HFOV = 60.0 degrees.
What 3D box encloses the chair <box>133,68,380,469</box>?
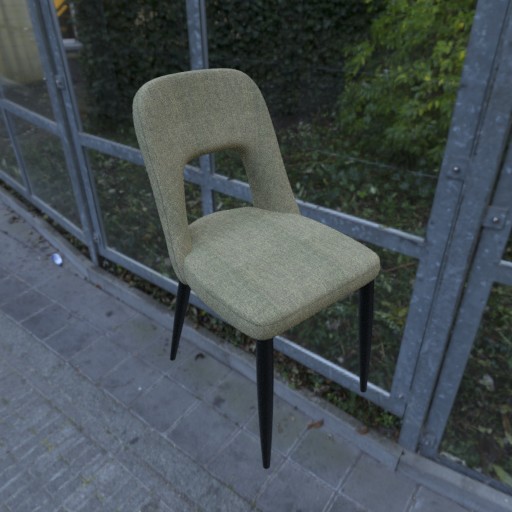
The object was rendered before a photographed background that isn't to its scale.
[{"bbox_3d":[0.000,0.000,1.282,0.470,0.931,0.612,-24,39,-33],"label":"chair"}]
